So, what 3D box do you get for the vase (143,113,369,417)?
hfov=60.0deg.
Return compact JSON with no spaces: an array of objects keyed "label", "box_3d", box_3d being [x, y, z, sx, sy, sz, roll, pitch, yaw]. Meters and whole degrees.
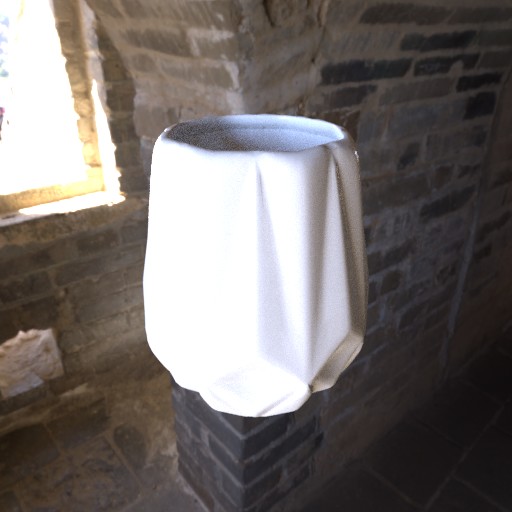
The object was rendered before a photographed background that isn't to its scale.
[{"label":"vase","box_3d":[0.000,0.000,0.270,0.141,0.152,0.141,0,27,0]}]
